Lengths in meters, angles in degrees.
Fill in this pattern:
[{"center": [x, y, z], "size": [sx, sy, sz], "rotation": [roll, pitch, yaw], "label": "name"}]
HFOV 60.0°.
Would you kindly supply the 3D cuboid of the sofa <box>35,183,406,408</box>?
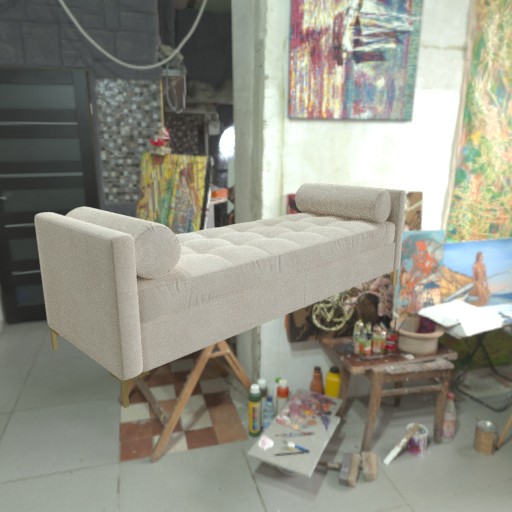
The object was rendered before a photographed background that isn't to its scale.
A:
[{"center": [0.000, 0.000, 2.387], "size": [0.686, 0.635, 1.981], "rotation": [14, 20, 43], "label": "sofa"}]
